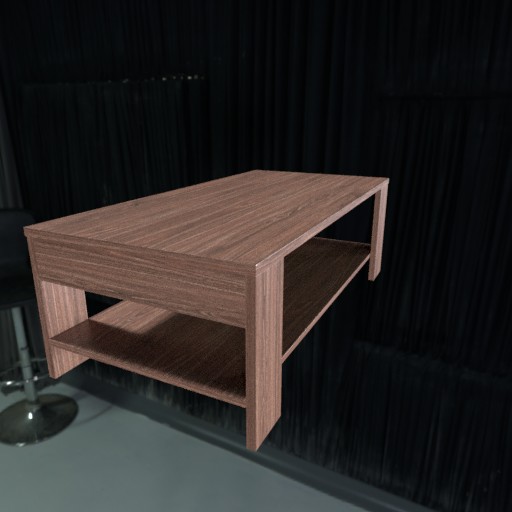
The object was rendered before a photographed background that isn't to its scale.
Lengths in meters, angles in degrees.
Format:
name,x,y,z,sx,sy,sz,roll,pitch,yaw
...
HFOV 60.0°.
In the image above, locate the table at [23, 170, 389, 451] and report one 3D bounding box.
name,x,y,z,sx,sy,sz,roll,pitch,yaw
table,0.000,0.000,1.467,0.600,0.400,1.200,9,20,25
